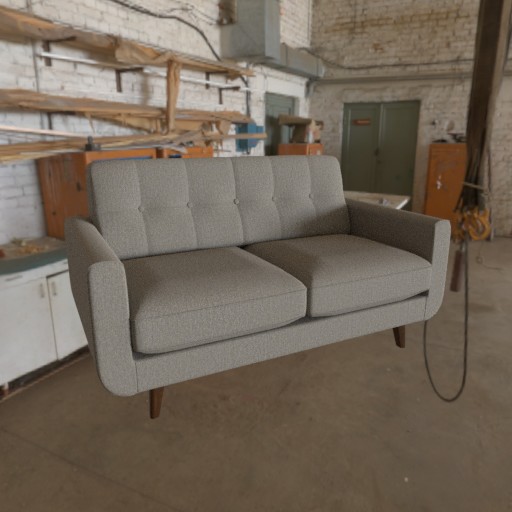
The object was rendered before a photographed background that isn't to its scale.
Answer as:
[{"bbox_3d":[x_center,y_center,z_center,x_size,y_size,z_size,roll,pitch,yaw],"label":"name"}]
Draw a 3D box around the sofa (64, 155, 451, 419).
[{"bbox_3d":[0.000,0.000,2.174,1.651,0.925,0.952,-8,17,-26],"label":"sofa"}]
